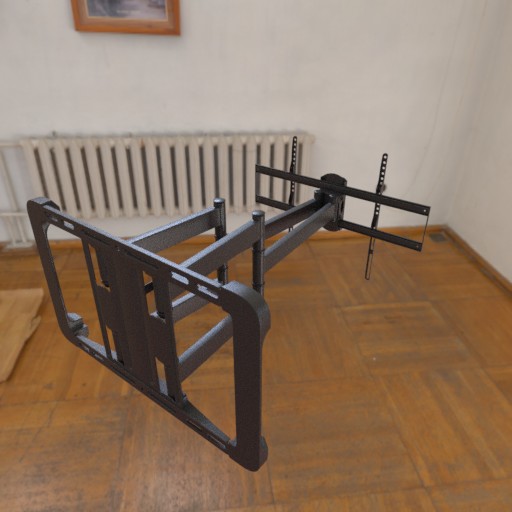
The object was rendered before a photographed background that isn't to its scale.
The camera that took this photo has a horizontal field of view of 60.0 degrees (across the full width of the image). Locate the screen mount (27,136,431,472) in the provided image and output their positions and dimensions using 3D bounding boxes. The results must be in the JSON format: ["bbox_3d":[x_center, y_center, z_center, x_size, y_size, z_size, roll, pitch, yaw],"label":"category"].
[{"bbox_3d":[0.000,0.000,1.307,0.725,0.483,0.905,21,36,32],"label":"screen mount"}]
